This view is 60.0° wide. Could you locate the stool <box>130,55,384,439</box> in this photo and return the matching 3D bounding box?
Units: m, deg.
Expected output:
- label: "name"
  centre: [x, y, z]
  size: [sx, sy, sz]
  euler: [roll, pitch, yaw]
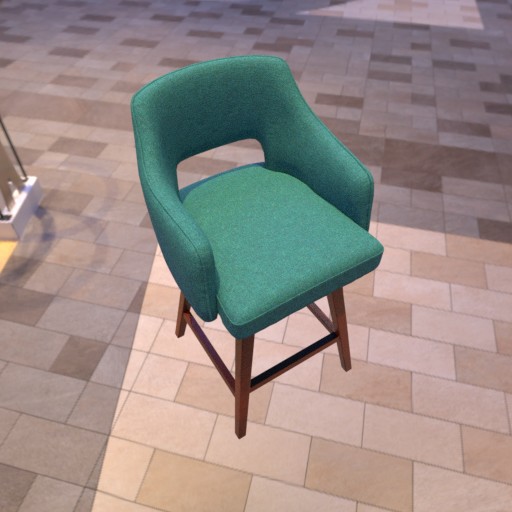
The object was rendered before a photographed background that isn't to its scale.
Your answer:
- label: "stool"
  centre: [0.000, 0.000, 1.319]
  size: [0.548, 0.961, 0.556]
  euler: [-25, 51, -22]
